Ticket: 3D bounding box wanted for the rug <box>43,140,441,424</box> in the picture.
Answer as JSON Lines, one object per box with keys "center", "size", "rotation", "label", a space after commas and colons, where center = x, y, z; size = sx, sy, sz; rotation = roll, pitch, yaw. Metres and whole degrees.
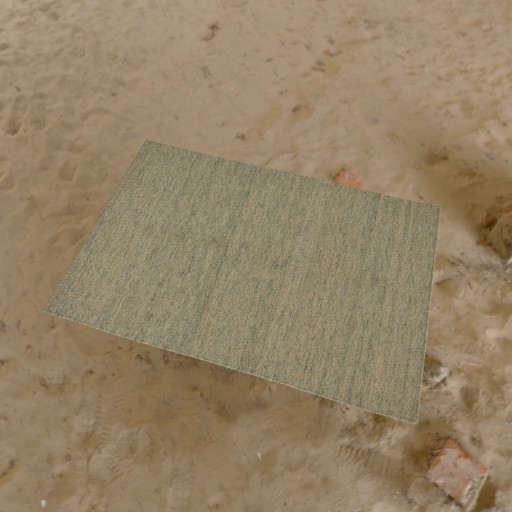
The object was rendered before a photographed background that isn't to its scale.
{"center": [0.000, 0.000, 2.944], "size": [2.283, 0.013, 1.547], "rotation": [15, 60, 9], "label": "rug"}
